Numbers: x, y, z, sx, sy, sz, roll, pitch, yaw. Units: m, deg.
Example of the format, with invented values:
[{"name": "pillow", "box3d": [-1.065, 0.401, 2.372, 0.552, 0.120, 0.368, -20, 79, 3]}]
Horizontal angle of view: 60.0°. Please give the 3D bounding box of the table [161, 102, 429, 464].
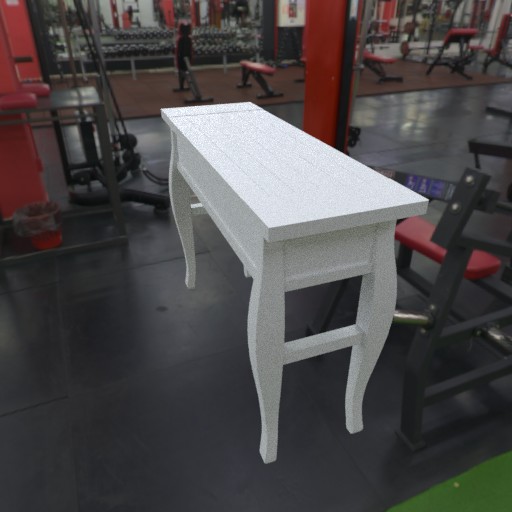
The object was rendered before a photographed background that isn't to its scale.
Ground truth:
[{"name": "table", "box3d": [0.000, 0.000, 1.476, 0.373, 0.768, 1.062, -11, 32, -18]}]
